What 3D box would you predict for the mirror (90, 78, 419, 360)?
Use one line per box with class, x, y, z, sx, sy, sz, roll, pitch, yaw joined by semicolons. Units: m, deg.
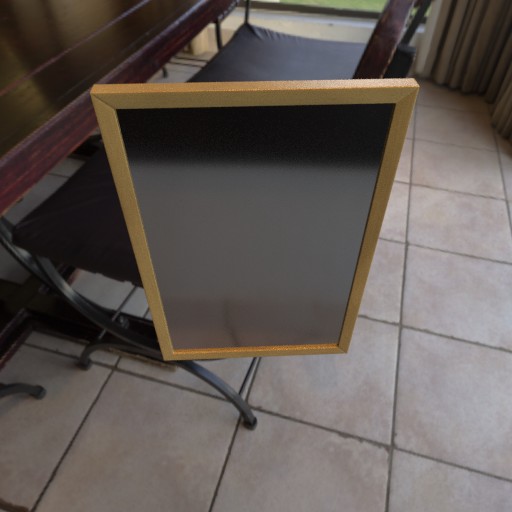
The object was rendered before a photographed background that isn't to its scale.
mirror;0.000;0.000;1.157;0.609;0.915;0.040;-2;45;-2
